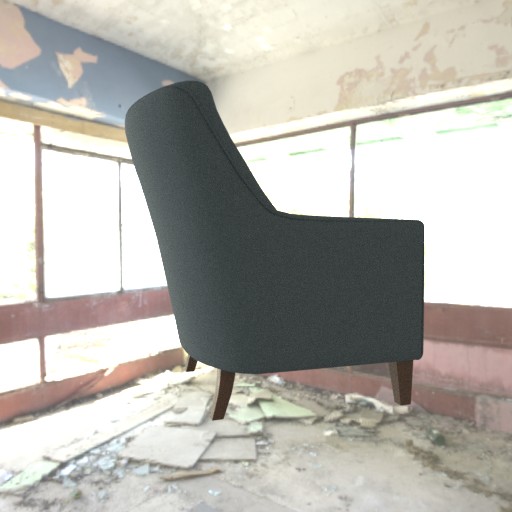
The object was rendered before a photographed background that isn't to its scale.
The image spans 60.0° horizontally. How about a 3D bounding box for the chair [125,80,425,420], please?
[{"bbox_3d":[0.000,0.000,1.559,0.879,0.916,0.756,0,1,-17],"label":"chair"}]
